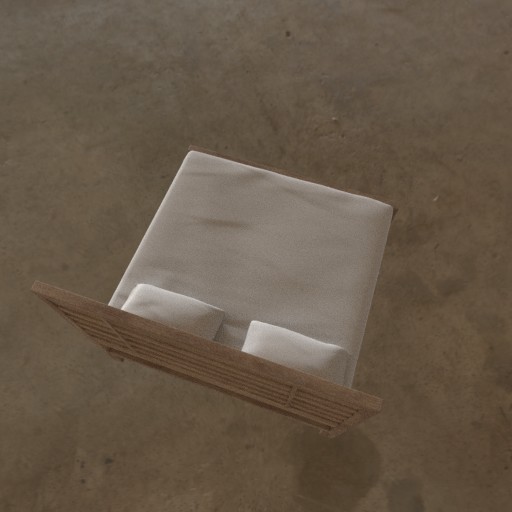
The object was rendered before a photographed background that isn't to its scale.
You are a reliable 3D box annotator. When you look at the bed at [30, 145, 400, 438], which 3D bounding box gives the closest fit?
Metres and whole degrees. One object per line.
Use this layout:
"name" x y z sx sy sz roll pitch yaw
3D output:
"bed" 0.000 0.000 3.532 2.032 1.626 2.032 17 65 8
